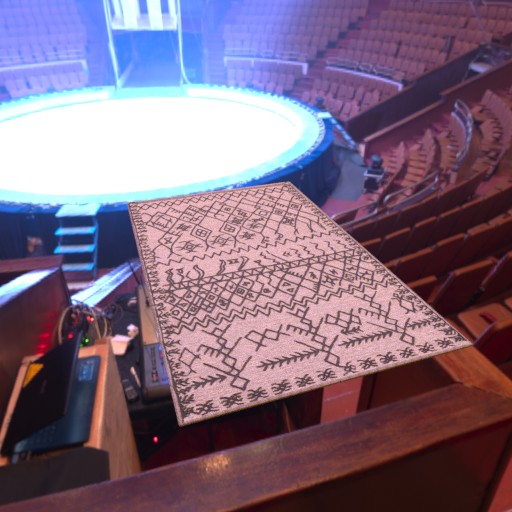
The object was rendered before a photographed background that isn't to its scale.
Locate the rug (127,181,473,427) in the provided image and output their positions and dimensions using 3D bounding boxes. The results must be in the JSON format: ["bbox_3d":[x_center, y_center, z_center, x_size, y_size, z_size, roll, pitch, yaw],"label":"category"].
[{"bbox_3d":[0.000,0.000,3.065,1.526,0.012,2.444,-10,32,-16],"label":"rug"}]
